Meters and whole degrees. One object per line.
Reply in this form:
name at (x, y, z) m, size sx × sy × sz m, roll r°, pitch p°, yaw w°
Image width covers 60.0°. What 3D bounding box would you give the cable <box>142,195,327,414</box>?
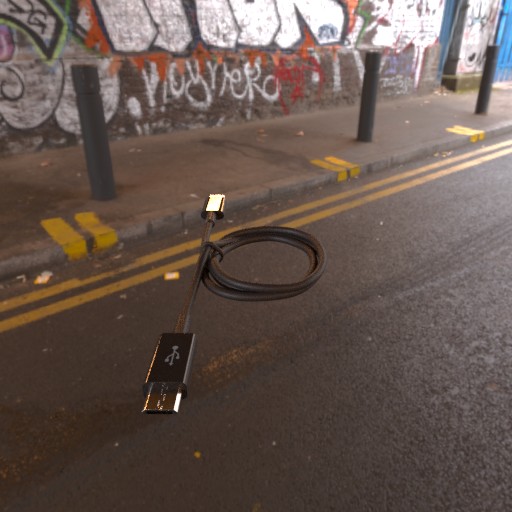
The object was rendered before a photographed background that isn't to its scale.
cable at (0.000, 0.000, 0.214) m, size 0.070 × 0.014 × 0.192 m, roll 0°, pitch 27°, yaw 0°
